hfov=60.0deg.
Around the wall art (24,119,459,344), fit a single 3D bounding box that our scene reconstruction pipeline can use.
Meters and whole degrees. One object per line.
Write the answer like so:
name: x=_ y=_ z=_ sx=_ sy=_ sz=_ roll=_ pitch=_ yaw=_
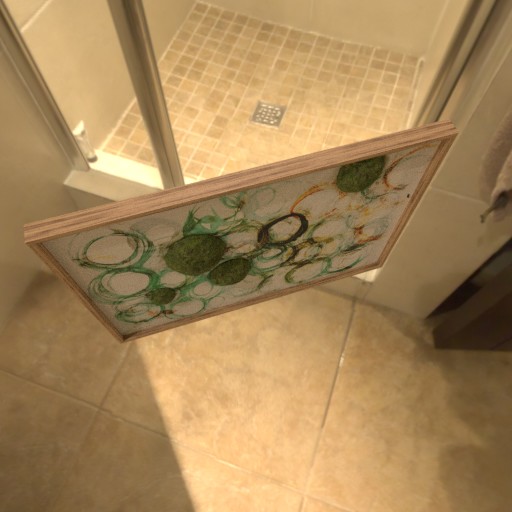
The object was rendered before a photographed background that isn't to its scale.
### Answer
wall art: x=0.000 y=0.000 z=1.098 sx=0.841 sy=0.609 sz=0.063 roll=-16 pitch=64 yaw=-8
